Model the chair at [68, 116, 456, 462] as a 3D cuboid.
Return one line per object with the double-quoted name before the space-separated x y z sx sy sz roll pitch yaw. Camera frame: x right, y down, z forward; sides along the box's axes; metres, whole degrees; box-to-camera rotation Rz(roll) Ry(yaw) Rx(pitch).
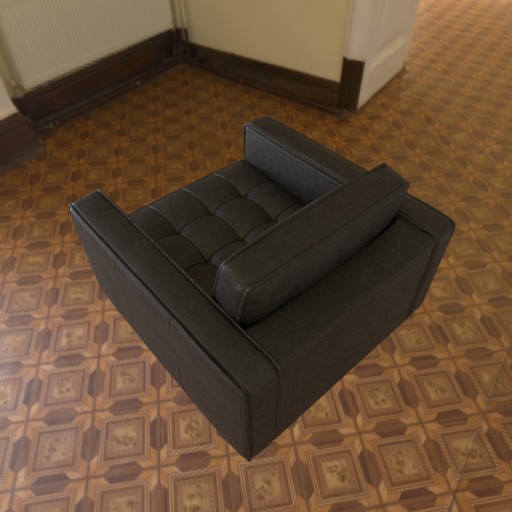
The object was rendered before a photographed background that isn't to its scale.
"chair" 0.000 0.000 1.545 0.889 0.763 0.914 -33 55 -27
